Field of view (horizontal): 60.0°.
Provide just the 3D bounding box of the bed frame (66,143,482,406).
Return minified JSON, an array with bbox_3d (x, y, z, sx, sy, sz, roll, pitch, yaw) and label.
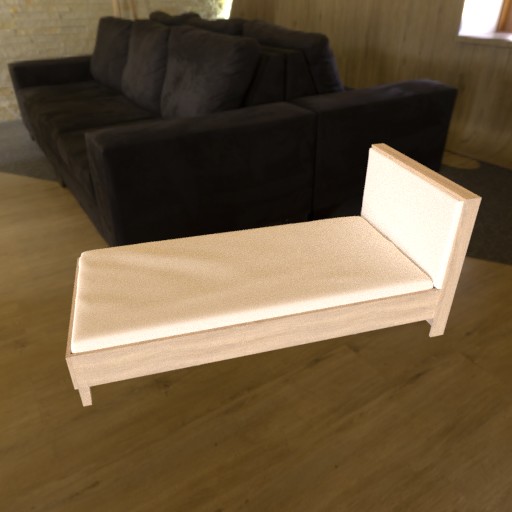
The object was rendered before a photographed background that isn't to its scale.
[{"bbox_3d":[0.000,0.000,2.681,2.140,0.920,0.990,-8,32,-14],"label":"bed frame"}]
